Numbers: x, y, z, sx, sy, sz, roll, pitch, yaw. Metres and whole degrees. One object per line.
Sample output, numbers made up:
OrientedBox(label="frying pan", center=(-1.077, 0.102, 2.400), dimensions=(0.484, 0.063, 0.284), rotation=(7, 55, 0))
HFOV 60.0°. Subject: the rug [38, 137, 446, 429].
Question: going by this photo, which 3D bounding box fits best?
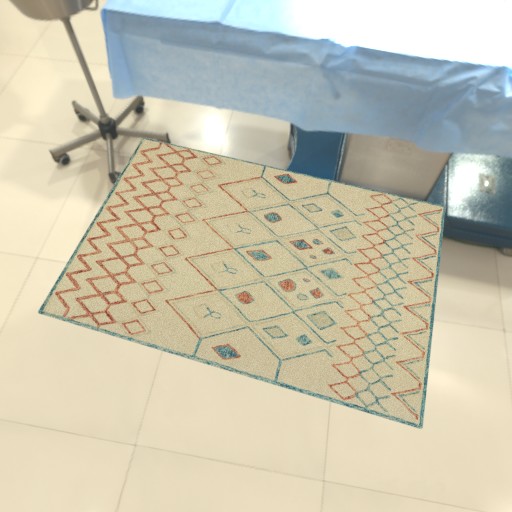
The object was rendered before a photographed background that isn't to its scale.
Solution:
OrientedBox(label="rug", center=(0.000, 0.000, 2.296), dimensions=(1.829, 0.016, 1.219), rotation=(15, 60, 9))
